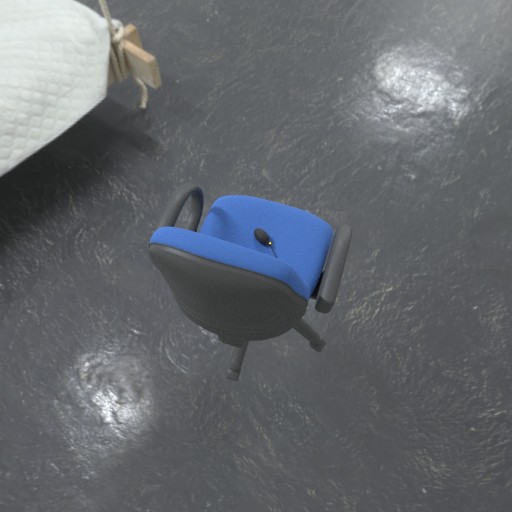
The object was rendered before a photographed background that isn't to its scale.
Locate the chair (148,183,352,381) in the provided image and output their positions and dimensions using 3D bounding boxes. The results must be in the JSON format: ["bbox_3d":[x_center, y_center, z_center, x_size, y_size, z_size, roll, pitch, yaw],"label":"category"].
[{"bbox_3d":[0.000,0.000,1.243,0.552,0.905,0.549,16,65,8],"label":"chair"}]
